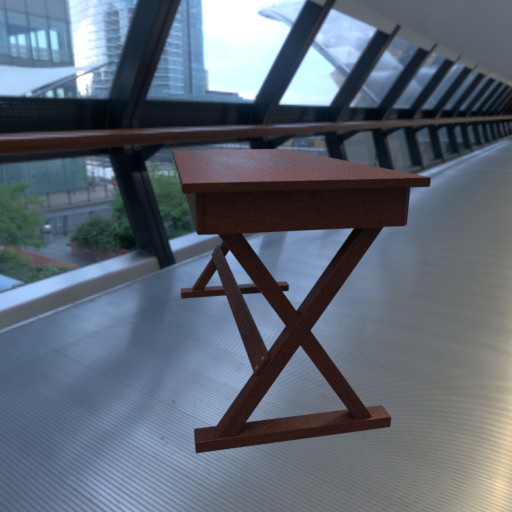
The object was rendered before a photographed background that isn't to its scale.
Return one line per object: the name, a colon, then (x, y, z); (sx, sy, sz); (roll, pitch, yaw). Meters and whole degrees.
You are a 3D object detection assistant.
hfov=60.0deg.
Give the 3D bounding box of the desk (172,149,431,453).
desk: (0.000, 0.000, 1.774); (0.600, 0.761, 1.372); (-3, 17, -11)
